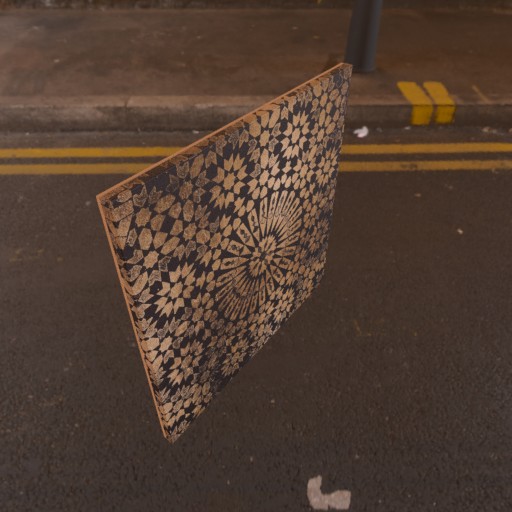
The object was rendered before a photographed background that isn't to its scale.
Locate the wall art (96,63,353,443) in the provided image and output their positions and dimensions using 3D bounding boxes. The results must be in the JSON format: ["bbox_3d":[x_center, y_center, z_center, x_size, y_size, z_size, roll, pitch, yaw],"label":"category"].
[{"bbox_3d":[0.000,0.000,1.370,0.038,0.914,0.914,27,48,27],"label":"wall art"}]
